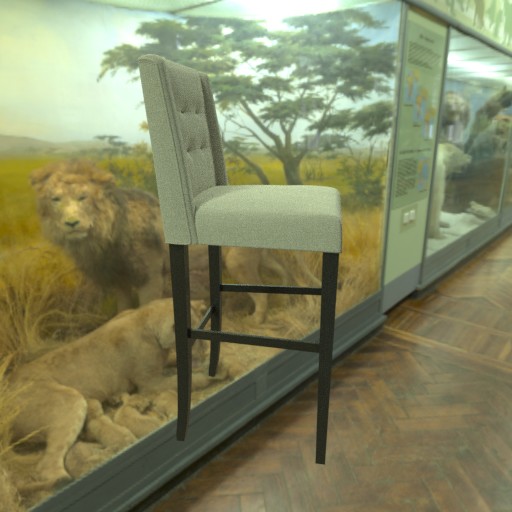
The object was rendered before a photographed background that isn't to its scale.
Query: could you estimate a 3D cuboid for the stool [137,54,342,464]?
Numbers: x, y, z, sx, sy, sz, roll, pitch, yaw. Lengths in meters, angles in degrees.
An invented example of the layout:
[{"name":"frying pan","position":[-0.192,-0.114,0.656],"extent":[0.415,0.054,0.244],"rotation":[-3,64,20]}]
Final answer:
[{"name":"stool","position":[0.000,0.000,1.374],"extent":[0.509,1.116,0.474],"rotation":[3,17,9]}]
